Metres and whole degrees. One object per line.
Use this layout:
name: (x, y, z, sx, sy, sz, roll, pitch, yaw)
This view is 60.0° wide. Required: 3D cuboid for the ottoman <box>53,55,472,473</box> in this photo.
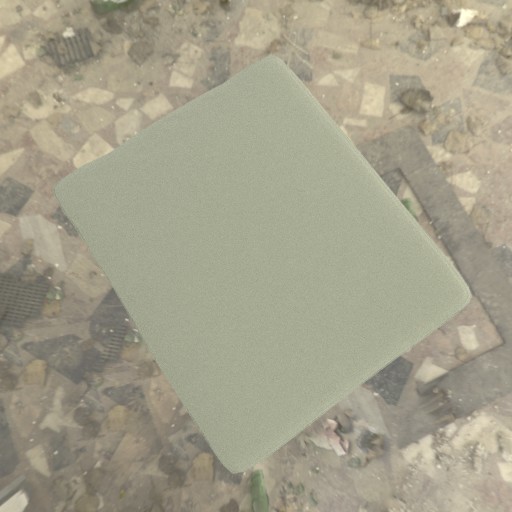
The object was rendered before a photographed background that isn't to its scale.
ottoman: (0.000, 0.000, 1.463, 0.842, 0.494, 0.991, -34, 78, -8)
